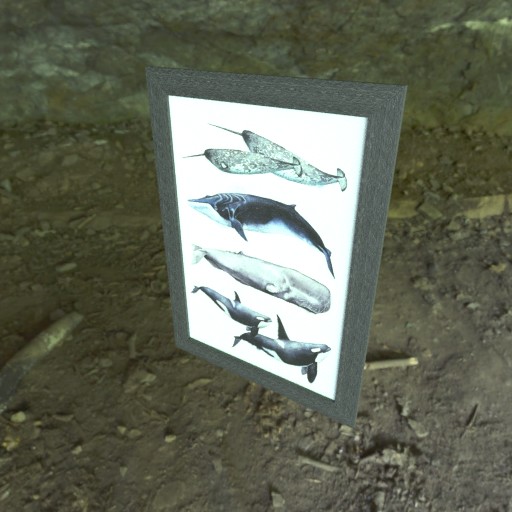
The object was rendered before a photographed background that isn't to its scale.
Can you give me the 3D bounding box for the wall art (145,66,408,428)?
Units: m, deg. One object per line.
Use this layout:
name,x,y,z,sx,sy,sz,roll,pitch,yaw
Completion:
wall art,0.000,0.000,1.464,0.810,1.116,0.016,17,33,28
